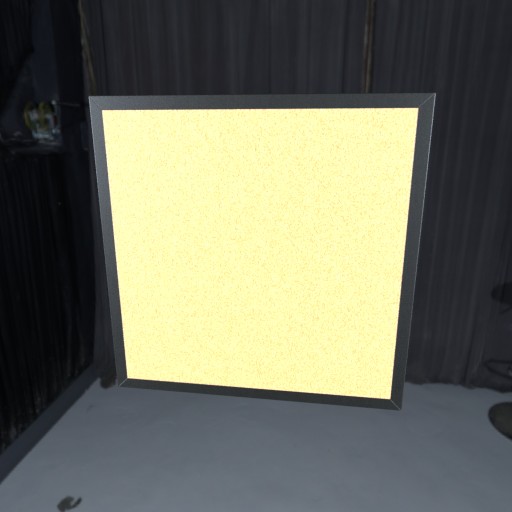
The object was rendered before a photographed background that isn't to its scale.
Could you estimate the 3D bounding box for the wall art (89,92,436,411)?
[{"bbox_3d":[0.000,0.000,0.445,0.304,0.304,0.038,2,17,8],"label":"wall art"}]
